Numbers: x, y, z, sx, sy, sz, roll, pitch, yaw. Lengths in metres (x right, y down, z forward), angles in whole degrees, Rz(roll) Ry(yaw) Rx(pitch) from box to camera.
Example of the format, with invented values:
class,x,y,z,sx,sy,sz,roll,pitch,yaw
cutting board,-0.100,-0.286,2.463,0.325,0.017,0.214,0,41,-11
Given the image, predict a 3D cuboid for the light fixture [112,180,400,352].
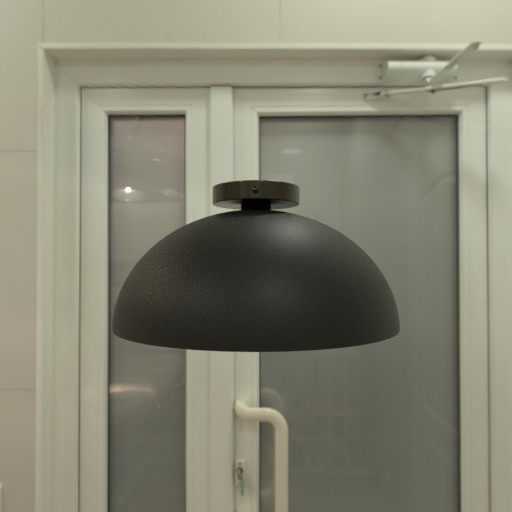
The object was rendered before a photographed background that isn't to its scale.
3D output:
class,x,y,z,sx,sy,sz,roll,pitch,yaw
light fixture,0.000,0.000,0.575,0.355,0.177,0.355,0,-1,0
